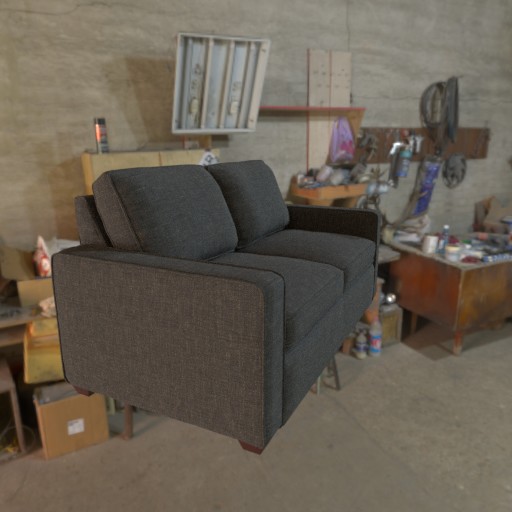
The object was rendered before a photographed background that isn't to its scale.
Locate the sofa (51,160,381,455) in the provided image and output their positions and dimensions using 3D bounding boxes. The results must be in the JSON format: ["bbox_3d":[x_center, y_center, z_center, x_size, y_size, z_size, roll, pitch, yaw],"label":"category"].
[{"bbox_3d":[0.000,0.000,2.250,0.947,0.918,1.709,7,16,26],"label":"sofa"}]
